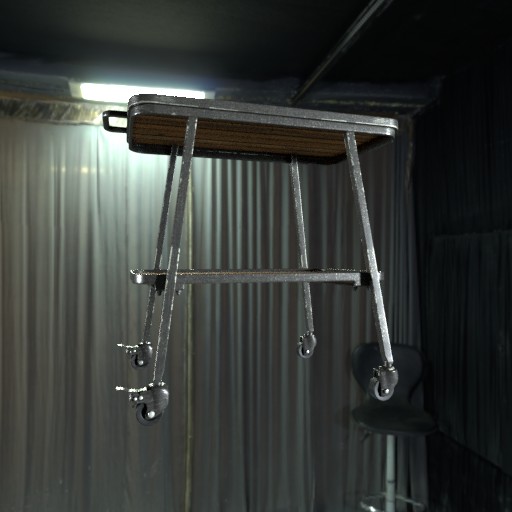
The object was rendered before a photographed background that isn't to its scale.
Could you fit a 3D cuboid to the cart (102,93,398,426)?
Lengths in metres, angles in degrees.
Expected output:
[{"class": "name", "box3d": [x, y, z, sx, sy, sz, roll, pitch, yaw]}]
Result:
[{"class": "cart", "box3d": [0.000, 0.000, 1.233, 0.806, 0.700, 0.515, 0, 0, -17]}]
